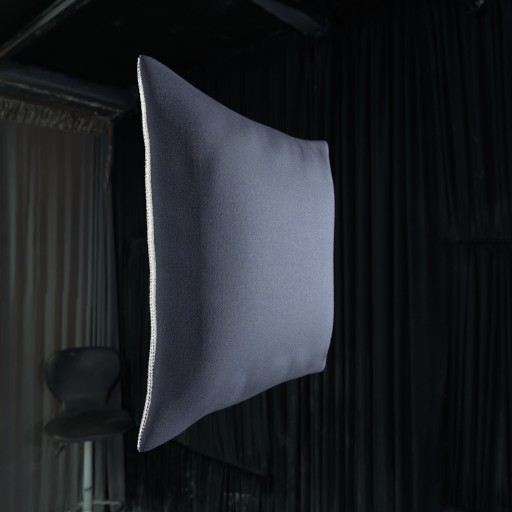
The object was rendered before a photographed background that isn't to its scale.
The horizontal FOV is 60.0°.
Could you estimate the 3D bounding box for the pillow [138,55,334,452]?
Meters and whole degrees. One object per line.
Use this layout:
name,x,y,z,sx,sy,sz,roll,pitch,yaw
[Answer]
pillow,0.000,0.000,0.772,0.166,0.508,0.520,0,-1,36
